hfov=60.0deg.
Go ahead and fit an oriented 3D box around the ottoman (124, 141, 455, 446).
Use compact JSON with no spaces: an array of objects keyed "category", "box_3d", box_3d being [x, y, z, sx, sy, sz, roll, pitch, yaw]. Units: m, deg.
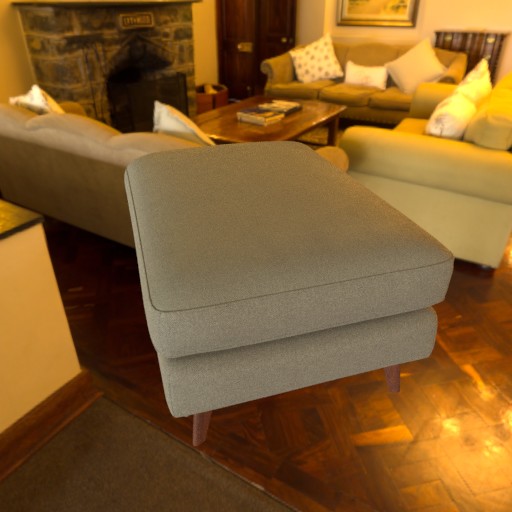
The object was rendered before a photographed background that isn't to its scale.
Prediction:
[{"category":"ottoman","box_3d":[0.000,0.000,1.178,0.608,0.449,0.811,-9,32,-15]}]
